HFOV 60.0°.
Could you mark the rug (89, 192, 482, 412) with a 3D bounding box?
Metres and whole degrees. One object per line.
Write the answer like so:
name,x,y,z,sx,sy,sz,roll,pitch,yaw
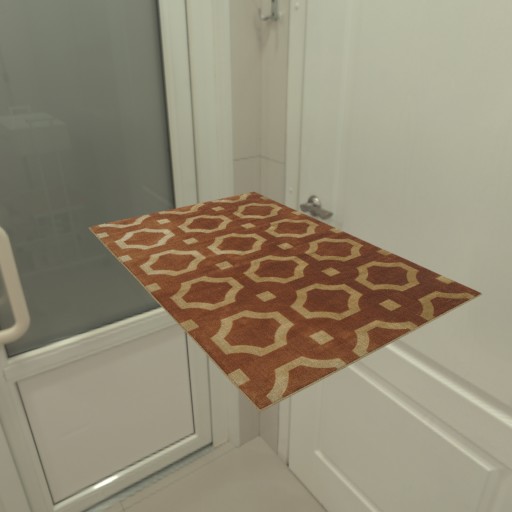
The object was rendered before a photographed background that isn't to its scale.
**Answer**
rug,0.000,0.000,2.967,1.555,0.016,2.286,-17,31,-31
